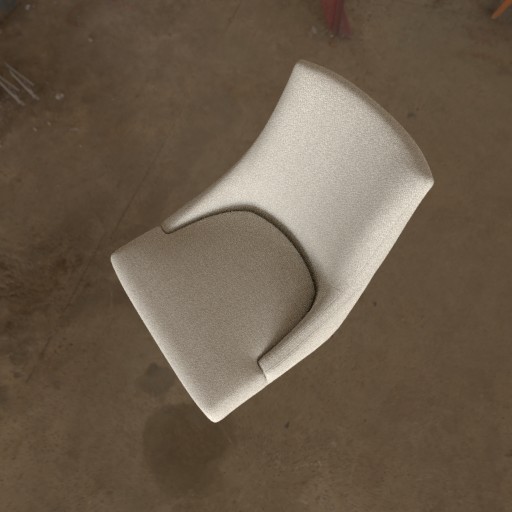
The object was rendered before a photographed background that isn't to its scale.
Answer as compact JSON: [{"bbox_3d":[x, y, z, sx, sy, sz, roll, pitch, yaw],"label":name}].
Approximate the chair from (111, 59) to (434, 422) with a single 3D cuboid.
[{"bbox_3d":[0.000,0.000,1.517,0.861,0.909,0.701,-32,67,-15],"label":"chair"}]
